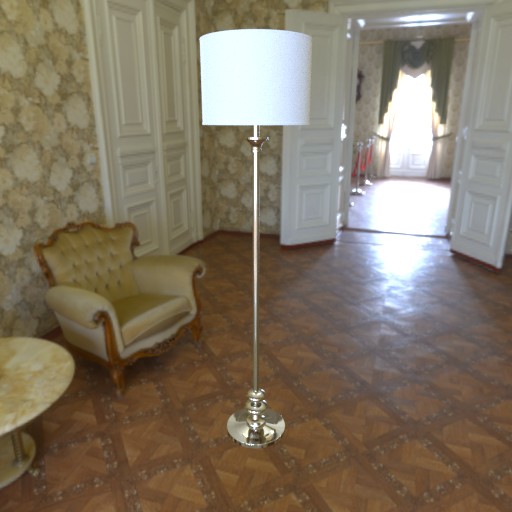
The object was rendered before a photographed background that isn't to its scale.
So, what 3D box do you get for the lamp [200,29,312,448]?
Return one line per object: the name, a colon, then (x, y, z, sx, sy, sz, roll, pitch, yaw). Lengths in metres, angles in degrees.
lamp: (0.000, 0.000, 1.618, 0.356, 1.487, 0.356, -9, 19, -26)
